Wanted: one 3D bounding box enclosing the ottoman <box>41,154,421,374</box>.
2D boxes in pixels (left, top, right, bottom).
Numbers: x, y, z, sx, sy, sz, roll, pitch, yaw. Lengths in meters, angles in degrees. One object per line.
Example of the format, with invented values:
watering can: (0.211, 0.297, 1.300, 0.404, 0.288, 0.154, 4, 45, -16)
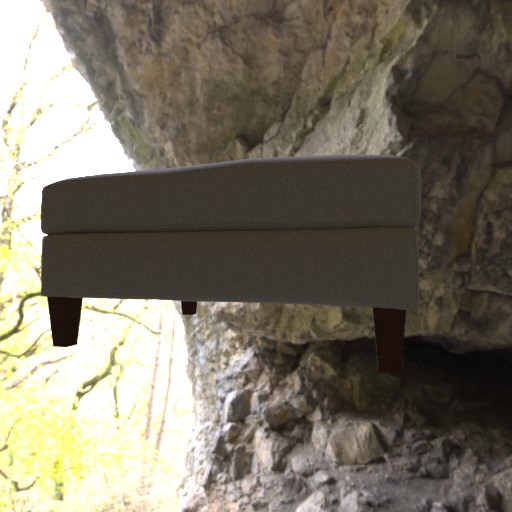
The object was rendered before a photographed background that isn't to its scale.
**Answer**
ottoman: (0.000, 0.000, 1.415, 0.976, 0.492, 0.836, 0, 0, 19)
